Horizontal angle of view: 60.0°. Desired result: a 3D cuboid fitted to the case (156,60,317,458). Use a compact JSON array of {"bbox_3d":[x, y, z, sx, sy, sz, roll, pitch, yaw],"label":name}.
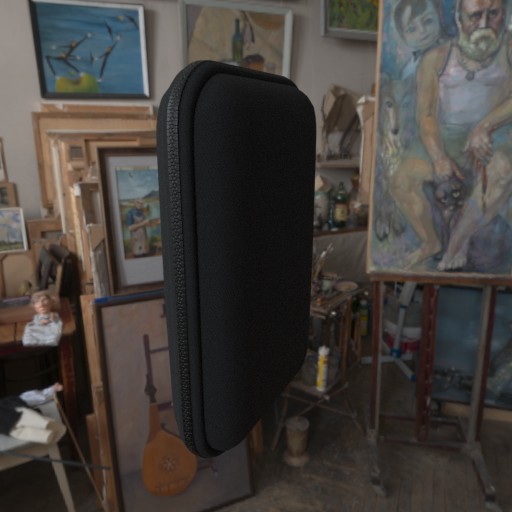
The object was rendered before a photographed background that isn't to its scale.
[{"bbox_3d":[0.000,0.000,0.190,0.030,0.147,0.107,9,19,26],"label":"case"}]
